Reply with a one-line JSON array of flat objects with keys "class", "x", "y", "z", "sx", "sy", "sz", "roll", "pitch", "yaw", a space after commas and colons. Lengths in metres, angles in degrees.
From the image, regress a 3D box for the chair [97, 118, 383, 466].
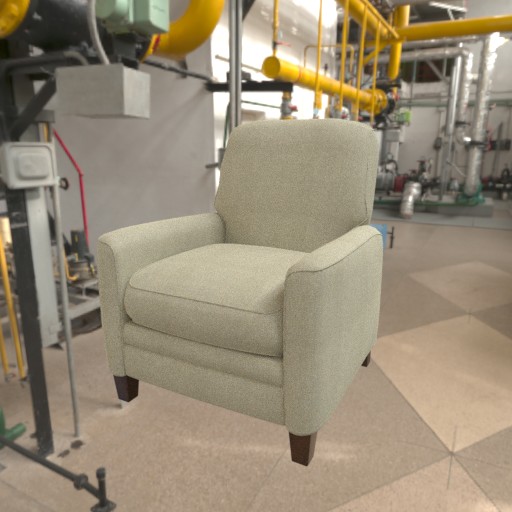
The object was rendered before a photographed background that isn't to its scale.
[{"class": "chair", "x": 0.000, "y": 0.000, "z": 1.655, "sx": 0.850, "sy": 1.006, "sz": 0.853, "roll": 8, "pitch": 16, "yaw": 27}]
